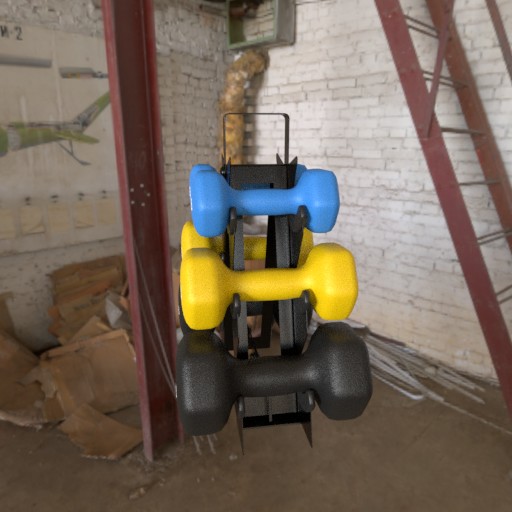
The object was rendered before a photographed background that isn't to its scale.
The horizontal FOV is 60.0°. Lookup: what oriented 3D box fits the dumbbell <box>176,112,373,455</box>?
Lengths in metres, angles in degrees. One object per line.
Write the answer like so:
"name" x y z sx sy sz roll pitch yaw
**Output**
"dumbbell" 0.000 0.000 0.695 0.255 0.426 0.409 -2 15 -9
